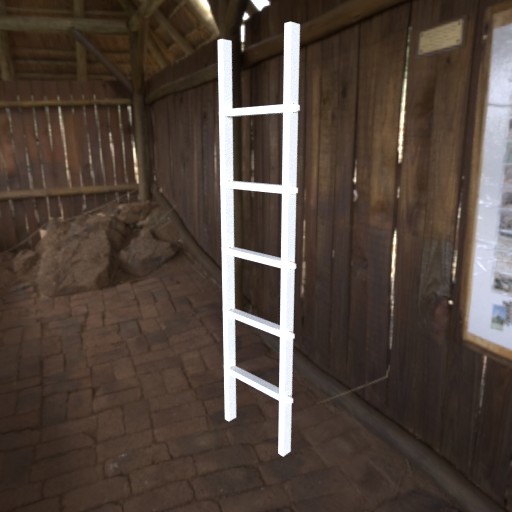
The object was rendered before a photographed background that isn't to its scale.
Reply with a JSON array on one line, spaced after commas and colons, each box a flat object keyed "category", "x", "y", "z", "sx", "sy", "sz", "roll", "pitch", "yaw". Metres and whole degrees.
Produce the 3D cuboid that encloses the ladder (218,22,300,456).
[{"category": "ladder", "x": 0.000, "y": 0.000, "z": 1.949, "sx": 0.051, "sy": 1.797, "sz": 0.452, "roll": -14, "pitch": 19, "yaw": -43}]
